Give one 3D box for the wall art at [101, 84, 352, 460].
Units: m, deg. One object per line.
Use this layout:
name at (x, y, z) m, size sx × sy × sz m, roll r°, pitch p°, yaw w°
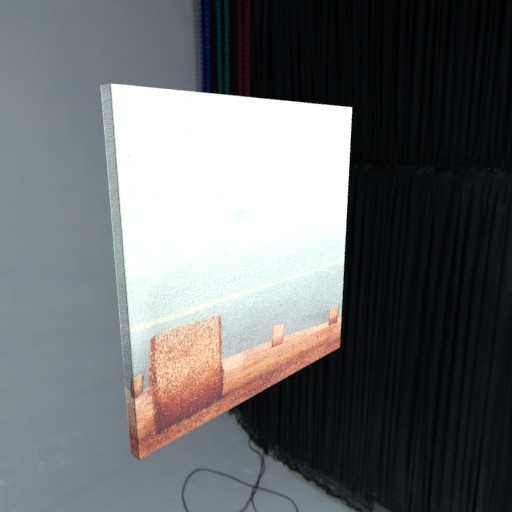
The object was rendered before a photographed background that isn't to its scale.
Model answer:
wall art at (0.000, 0.000, 1.134) m, size 0.042 × 0.760 × 0.760 m, roll 14°, pitch 20°, yaw 43°
